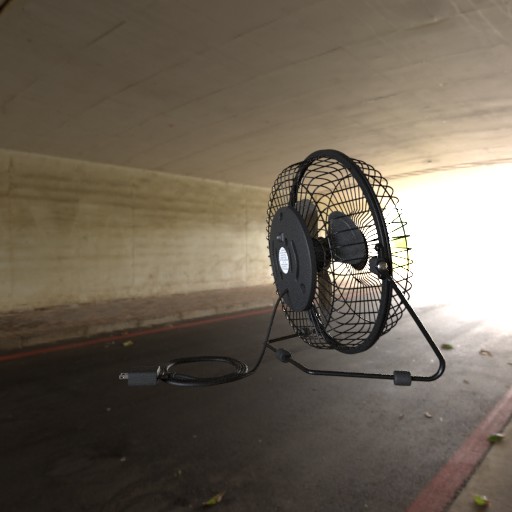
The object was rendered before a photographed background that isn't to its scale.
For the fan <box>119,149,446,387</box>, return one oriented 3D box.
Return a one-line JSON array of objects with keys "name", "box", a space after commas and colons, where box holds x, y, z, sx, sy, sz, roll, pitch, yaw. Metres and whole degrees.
[{"name": "fan", "box": [0.000, 0.000, 0.383, 0.227, 0.188, 0.209, 0, 1, -17]}]
